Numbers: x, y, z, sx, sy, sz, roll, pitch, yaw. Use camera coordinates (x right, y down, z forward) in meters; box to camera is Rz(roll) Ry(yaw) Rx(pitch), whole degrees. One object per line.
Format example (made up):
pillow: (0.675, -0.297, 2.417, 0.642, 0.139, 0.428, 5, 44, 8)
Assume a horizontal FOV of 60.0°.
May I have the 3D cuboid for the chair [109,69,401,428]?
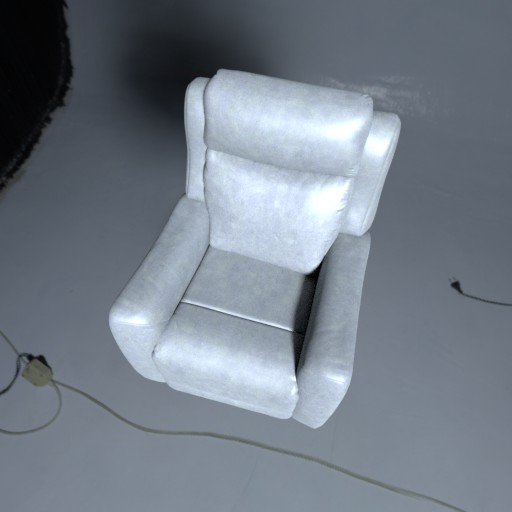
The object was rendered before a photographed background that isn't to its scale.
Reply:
chair: (0.000, 0.000, 1.912, 0.967, 1.116, 1.068, 14, 59, 9)
